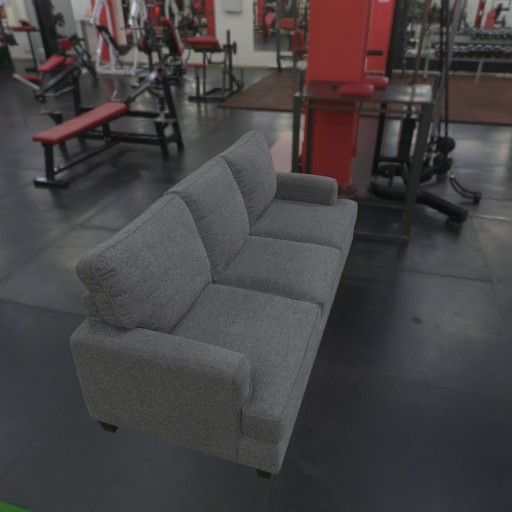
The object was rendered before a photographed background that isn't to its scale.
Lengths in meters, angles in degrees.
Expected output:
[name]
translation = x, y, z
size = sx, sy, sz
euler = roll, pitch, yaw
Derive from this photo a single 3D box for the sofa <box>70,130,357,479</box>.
[sofa]
translation = 0.000, 0.000, 2.611
size = 0.951, 0.965, 2.158
euler = 10, 32, 16
